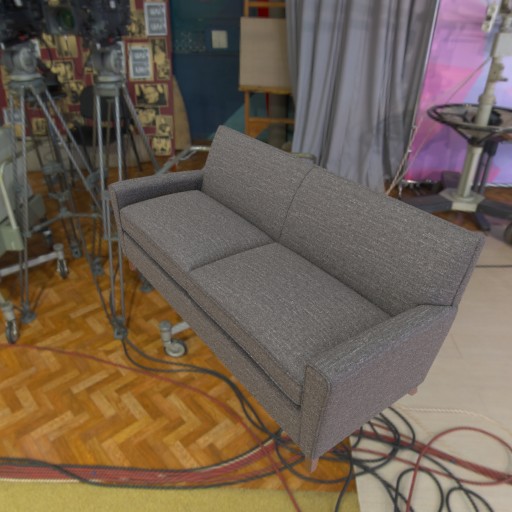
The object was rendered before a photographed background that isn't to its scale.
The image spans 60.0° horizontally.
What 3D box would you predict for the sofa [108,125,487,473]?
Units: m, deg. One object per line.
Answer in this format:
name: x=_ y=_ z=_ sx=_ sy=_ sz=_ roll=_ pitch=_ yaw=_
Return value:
sofa: x=0.000 y=0.000 z=2.396 sx=0.875 sy=0.846 sz=1.976 roll=-21 pitch=38 yaw=-30
